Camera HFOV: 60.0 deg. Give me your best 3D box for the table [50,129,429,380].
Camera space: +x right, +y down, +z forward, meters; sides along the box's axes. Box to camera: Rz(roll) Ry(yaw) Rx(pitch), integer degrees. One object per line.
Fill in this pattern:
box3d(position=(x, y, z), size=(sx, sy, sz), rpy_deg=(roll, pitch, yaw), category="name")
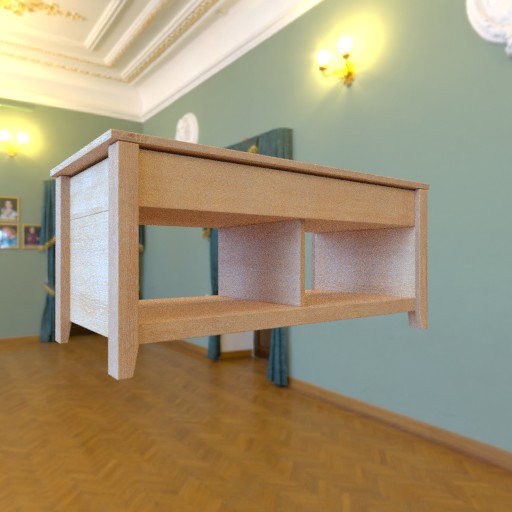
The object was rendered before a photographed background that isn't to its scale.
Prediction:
box3d(position=(0.000, 0.000, 1.298), size=(1.016, 0.457, 0.483), rpy_deg=(0, 0, -37), category="table")
